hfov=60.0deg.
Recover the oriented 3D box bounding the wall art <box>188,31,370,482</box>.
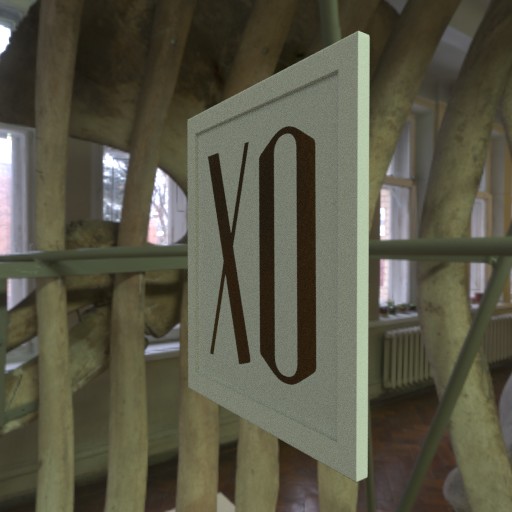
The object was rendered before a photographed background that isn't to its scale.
[{"bbox_3d":[0.000,0.000,0.712,0.020,0.536,0.444,-1,1,-35],"label":"wall art"}]
